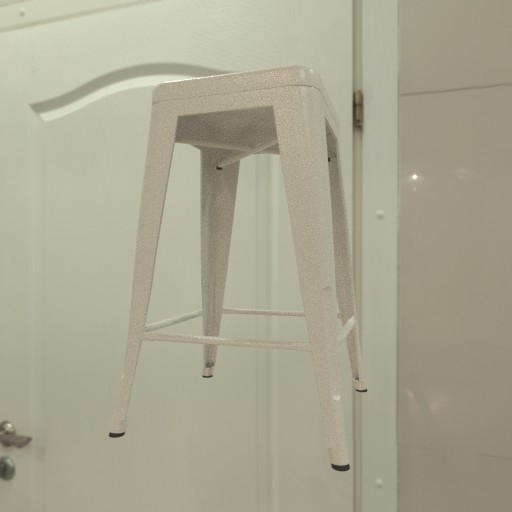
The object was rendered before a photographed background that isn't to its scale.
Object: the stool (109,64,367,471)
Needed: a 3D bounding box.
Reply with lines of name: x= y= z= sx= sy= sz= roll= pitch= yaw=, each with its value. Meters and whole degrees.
stool: x=0.000 y=0.000 z=0.879 sx=0.406 sy=0.610 sz=0.406 roll=0 pitch=0 yaw=18
